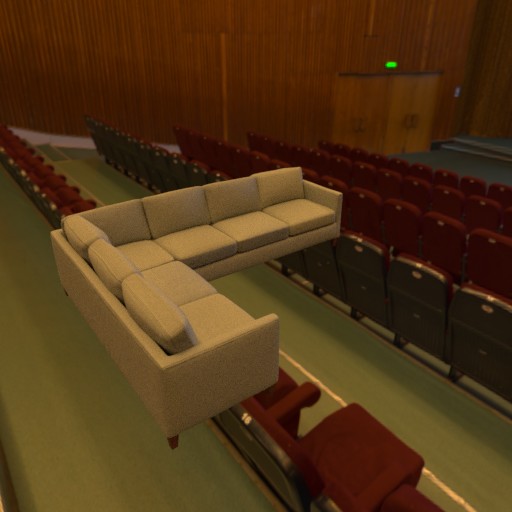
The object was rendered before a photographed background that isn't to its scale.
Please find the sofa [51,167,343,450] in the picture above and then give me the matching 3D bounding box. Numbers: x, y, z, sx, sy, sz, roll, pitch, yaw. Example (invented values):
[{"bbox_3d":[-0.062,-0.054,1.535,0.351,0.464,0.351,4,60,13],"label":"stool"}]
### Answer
[{"bbox_3d":[0.000,0.000,4.501,3.301,0.947,2.592,-18,32,-32],"label":"sofa"}]
